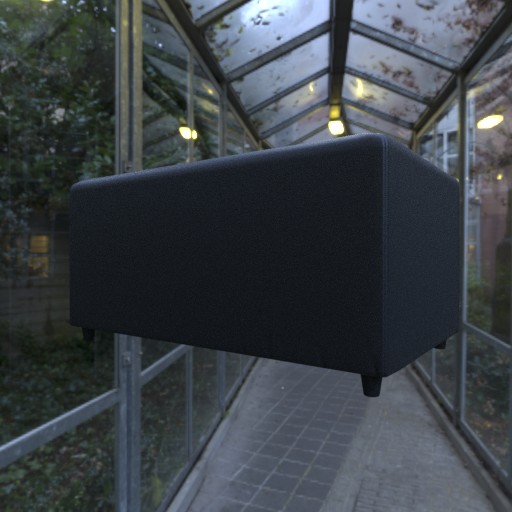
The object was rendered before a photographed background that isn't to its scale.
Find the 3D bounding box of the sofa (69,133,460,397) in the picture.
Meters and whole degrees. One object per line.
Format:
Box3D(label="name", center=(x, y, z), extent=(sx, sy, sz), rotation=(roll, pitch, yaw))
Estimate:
Box3D(label="sofa", center=(0.000, 0.000, 1.846), extent=(1.410, 0.735, 0.845), rotation=(0, 0, 36))
